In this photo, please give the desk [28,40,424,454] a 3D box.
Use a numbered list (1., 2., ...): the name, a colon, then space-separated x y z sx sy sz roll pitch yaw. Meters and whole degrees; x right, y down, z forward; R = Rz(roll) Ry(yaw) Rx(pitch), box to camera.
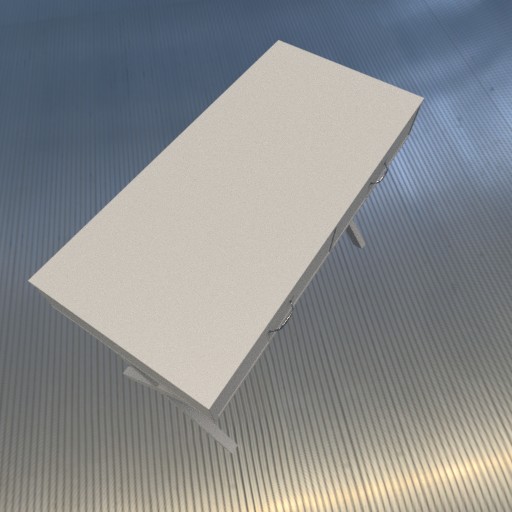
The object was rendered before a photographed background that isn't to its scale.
1. desk: 0.000 0.000 1.478 0.525 0.780 1.057 30 64 16
